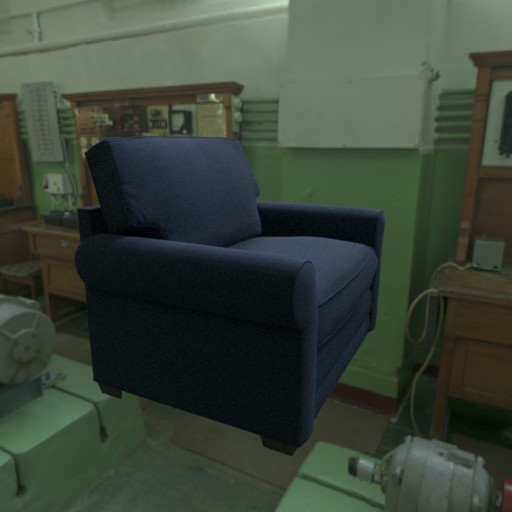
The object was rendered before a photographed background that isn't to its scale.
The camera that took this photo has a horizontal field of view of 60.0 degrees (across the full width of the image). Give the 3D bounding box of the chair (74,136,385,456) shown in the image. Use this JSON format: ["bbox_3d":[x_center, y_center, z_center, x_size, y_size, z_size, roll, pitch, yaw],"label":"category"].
[{"bbox_3d":[0.000,0.000,1.998,0.963,1.044,1.285,7,16,26],"label":"chair"}]
